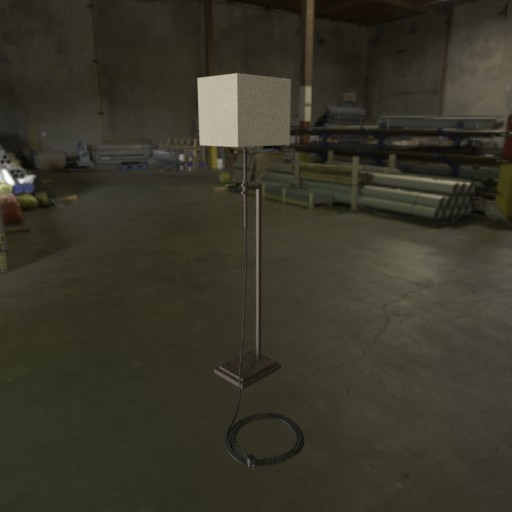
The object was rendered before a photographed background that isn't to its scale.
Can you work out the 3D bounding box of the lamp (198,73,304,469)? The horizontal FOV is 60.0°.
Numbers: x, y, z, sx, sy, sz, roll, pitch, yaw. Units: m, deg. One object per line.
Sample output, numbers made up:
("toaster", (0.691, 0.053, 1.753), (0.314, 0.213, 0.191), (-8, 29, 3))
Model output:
("lamp", (0.000, 0.000, 2.066), (0.698, 1.600, 0.774), (-16, 22, -43))
